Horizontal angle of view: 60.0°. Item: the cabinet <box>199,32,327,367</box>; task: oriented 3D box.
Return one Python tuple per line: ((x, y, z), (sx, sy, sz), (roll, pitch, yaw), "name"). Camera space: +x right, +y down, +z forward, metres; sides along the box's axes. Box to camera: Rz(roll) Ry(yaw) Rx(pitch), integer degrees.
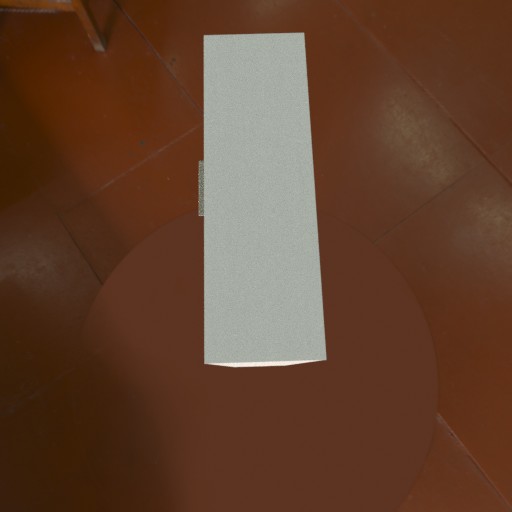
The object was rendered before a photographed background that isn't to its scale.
((0.000, 0.000, 1.569), (0.250, 1.280, 0.750), (-2, 76, 0), "cabinet")
